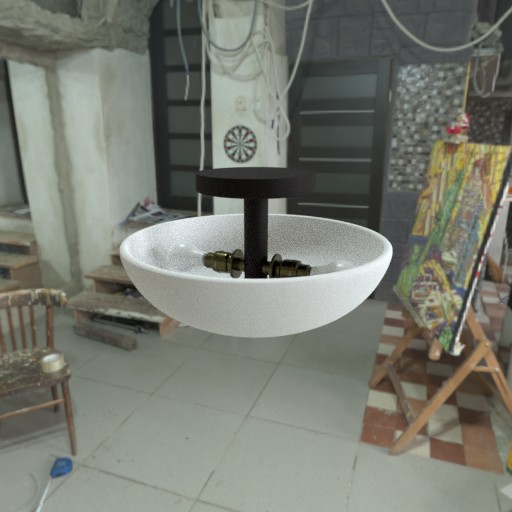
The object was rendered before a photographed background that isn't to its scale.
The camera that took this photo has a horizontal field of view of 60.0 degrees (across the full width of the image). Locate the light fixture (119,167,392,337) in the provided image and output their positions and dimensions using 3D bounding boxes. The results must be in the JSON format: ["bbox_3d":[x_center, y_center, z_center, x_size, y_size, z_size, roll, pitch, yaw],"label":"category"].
[{"bbox_3d":[0.000,0.000,0.565,0.331,0.212,0.331,0,16,0],"label":"light fixture"}]
